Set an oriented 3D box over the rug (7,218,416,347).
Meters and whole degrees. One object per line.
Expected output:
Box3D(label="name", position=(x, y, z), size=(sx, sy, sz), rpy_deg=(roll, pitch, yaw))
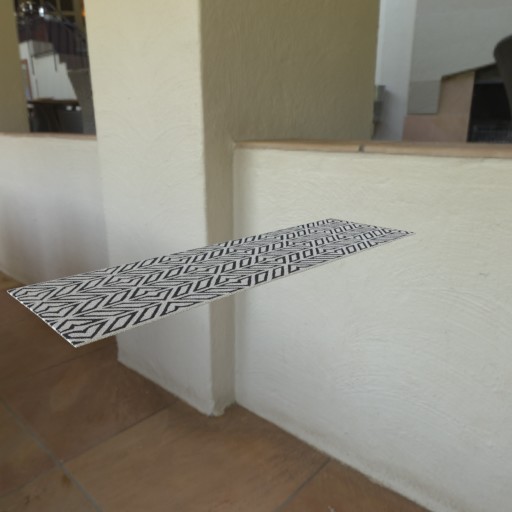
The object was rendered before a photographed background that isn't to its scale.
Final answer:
Box3D(label="rug", position=(0.000, 0.000, 2.573), size=(2.435, 0.009, 0.750), rpy_deg=(-15, 22, -42))
